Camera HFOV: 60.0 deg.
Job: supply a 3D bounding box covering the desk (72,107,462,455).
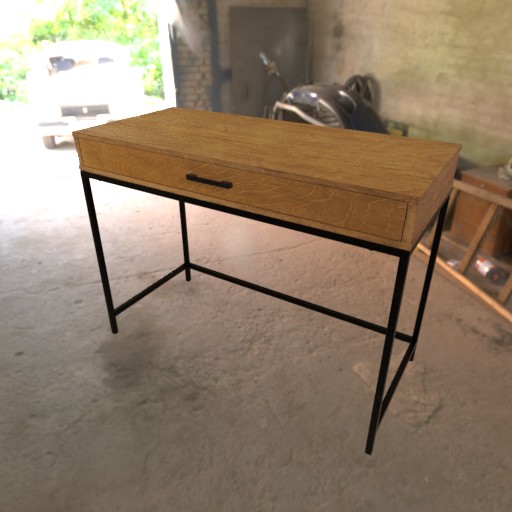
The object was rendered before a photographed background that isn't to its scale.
[{"bbox_3d":[0.000,0.000,1.436,1.016,0.762,0.470,17,33,27],"label":"desk"}]
